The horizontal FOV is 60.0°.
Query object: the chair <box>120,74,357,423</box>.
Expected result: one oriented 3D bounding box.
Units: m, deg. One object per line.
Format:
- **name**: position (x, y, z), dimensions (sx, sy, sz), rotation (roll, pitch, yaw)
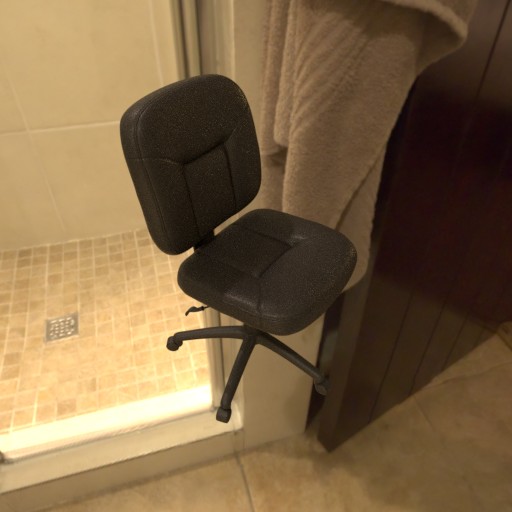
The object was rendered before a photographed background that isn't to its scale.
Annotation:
- **chair**: position (0.000, 0.000, 1.406), dimensions (0.646, 0.959, 0.647), rotation (26, 47, 27)
